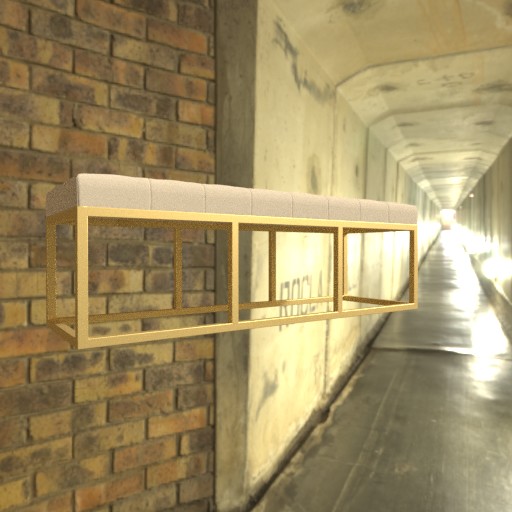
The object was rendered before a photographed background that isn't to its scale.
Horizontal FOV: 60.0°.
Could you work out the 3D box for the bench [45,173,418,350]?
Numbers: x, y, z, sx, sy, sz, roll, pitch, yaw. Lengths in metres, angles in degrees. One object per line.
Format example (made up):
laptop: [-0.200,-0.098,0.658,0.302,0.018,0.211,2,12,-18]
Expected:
bench: [0.000,0.000,1.776,1.473,0.484,0.457,0,1,-35]
